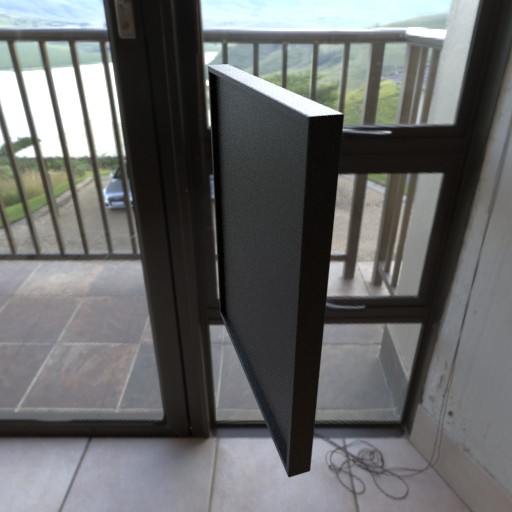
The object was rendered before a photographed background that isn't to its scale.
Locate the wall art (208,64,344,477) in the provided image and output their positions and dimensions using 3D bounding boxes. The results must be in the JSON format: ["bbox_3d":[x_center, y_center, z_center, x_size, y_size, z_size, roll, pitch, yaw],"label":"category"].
[{"bbox_3d":[0.000,0.000,0.753,0.039,0.555,0.449,-9,31,-16],"label":"wall art"}]
